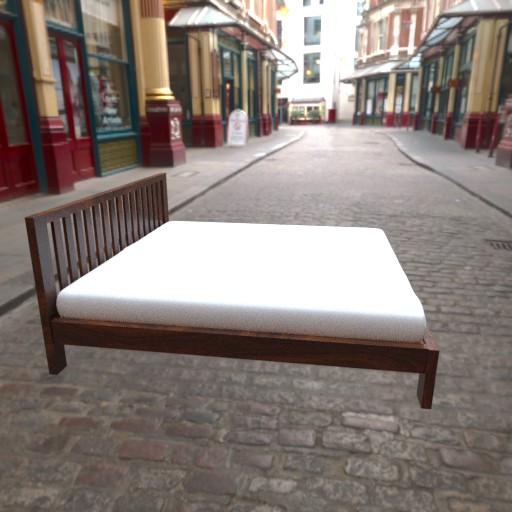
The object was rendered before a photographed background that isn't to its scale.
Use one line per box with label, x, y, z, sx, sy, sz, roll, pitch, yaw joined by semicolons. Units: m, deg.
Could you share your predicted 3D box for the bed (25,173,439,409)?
bed;0.000;0.000;3.083;2.030;0.890;1.905;3;17;8
